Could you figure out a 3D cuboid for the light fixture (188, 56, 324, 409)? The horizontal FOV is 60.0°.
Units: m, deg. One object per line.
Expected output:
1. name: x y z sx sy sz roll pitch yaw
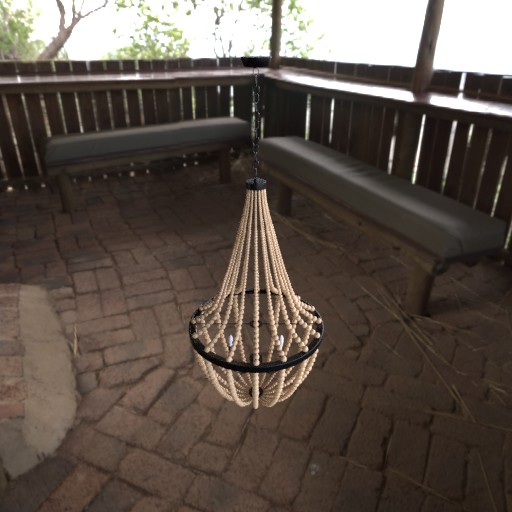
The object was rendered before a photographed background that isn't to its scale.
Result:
1. light fixture: 0.000 0.000 1.380 0.450 1.133 0.450 0 26 0
